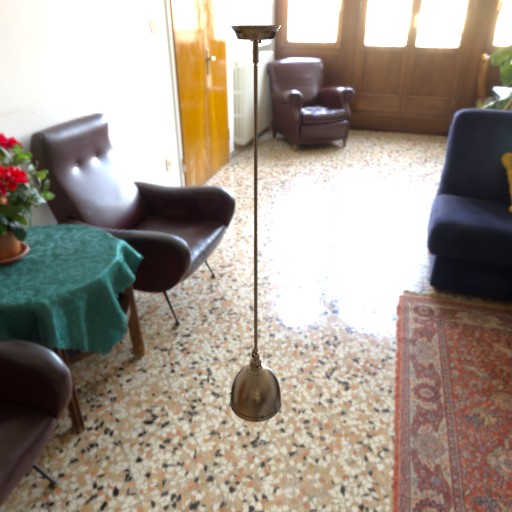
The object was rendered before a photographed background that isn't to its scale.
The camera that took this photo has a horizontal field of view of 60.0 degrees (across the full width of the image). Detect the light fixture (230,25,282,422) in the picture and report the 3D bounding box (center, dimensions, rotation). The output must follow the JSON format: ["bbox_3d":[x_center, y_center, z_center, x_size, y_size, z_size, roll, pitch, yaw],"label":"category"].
[{"bbox_3d":[0.000,0.000,1.484,0.211,1.367,0.217,-9,30,-16],"label":"light fixture"}]
